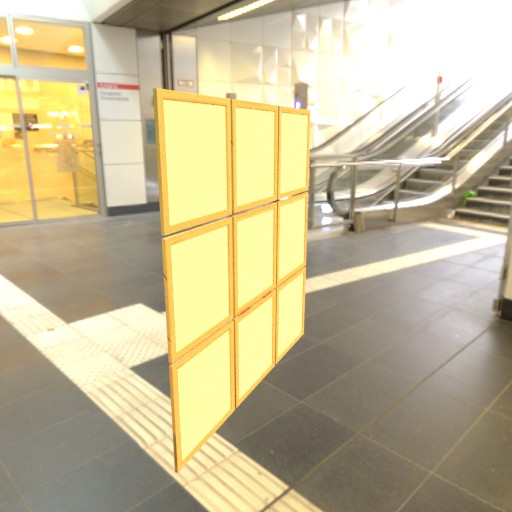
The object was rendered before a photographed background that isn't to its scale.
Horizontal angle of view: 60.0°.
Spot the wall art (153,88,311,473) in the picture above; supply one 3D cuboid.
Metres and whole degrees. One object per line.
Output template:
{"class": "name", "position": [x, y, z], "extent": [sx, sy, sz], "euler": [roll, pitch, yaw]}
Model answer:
{"class": "wall art", "position": [0.000, 0.000, 1.861], "extent": [0.013, 1.219, 1.214], "euler": [7, 17, 25]}
